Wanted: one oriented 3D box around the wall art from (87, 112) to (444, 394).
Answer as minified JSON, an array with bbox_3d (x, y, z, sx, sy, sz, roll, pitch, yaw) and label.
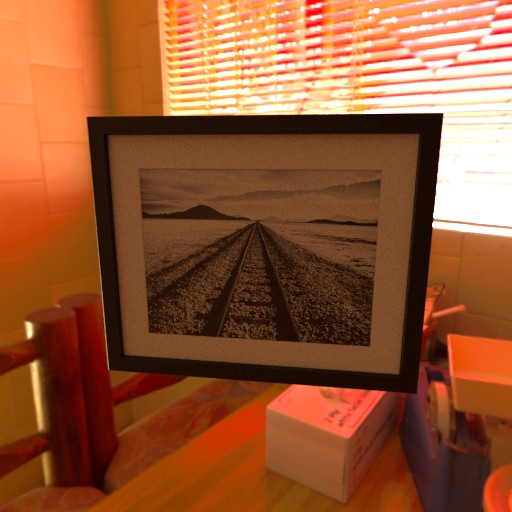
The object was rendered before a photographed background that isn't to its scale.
[{"bbox_3d":[0.000,0.000,0.755,0.559,0.458,0.029,2,14,8],"label":"wall art"}]
